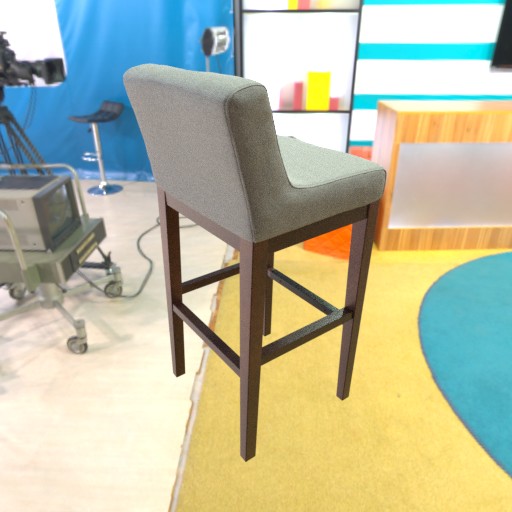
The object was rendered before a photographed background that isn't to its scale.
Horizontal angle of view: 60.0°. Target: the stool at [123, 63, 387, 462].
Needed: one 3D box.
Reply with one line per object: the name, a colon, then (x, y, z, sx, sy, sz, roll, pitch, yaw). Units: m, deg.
stool: (0.000, 0.000, 1.309, 0.500, 1.037, 0.511, -19, 33, -32)
